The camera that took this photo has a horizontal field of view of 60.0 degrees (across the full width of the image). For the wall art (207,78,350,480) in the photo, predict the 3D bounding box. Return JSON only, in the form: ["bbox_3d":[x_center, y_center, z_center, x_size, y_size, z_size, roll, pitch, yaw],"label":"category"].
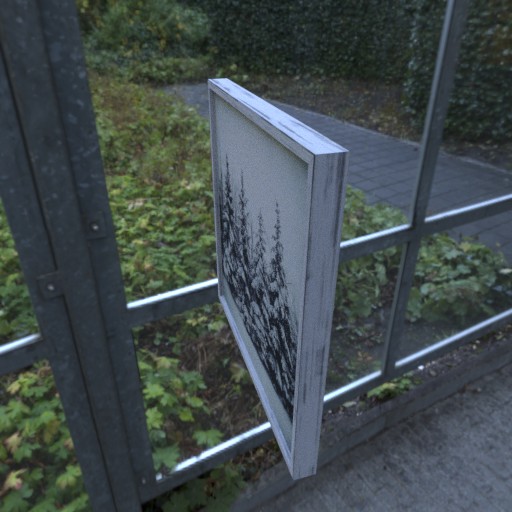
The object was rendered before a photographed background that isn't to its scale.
[{"bbox_3d":[0.000,0.000,0.764,0.038,0.506,0.506,-9,31,-15],"label":"wall art"}]
